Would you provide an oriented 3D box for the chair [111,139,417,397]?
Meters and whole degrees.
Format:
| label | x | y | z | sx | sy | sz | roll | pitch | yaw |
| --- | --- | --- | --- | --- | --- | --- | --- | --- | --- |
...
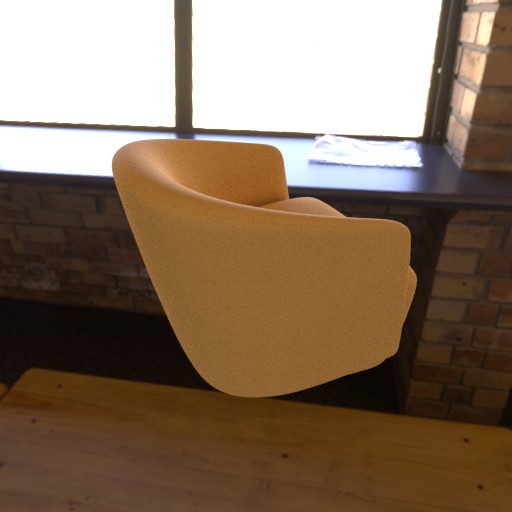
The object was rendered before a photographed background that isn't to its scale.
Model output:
| label | x | y | z | sx | sy | sz | roll | pitch | yaw |
| --- | --- | --- | --- | --- | --- | --- | --- | --- | --- |
| chair | 0.000 | 0.000 | 1.379 | 0.767 | 0.698 | 0.773 | -11 | 31 | -19 |
